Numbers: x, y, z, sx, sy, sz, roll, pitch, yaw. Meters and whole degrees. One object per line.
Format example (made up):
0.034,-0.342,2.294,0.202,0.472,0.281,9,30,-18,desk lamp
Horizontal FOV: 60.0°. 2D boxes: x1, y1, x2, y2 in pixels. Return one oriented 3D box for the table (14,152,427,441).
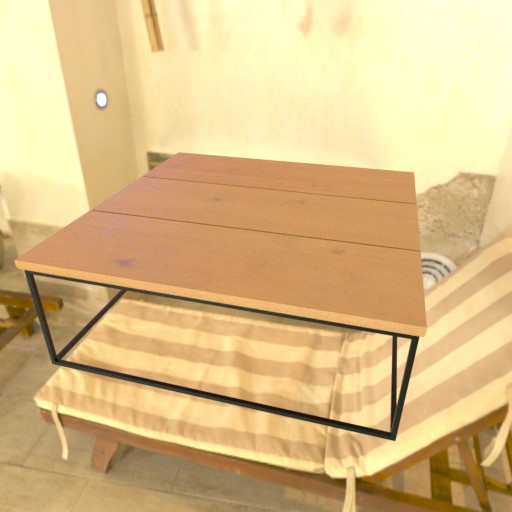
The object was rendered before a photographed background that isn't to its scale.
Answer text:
0.000,0.000,1.672,1.100,0.400,1.100,8,30,14,table
